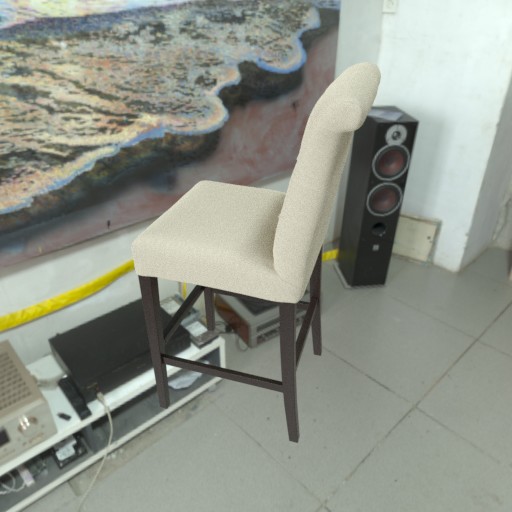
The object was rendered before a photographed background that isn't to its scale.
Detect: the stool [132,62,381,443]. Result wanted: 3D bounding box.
[{"bbox_3d":[0.000,0.000,1.417,0.610,1.118,0.482,9,33,15],"label":"stool"}]
